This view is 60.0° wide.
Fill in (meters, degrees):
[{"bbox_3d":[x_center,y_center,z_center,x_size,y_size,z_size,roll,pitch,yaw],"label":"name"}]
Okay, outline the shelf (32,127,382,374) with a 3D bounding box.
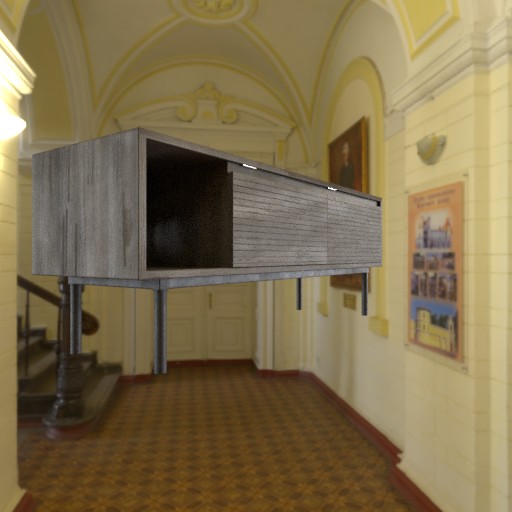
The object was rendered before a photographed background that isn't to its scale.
[{"bbox_3d":[0.000,0.000,1.483,0.400,0.495,1.300,0,0,36],"label":"shelf"}]
